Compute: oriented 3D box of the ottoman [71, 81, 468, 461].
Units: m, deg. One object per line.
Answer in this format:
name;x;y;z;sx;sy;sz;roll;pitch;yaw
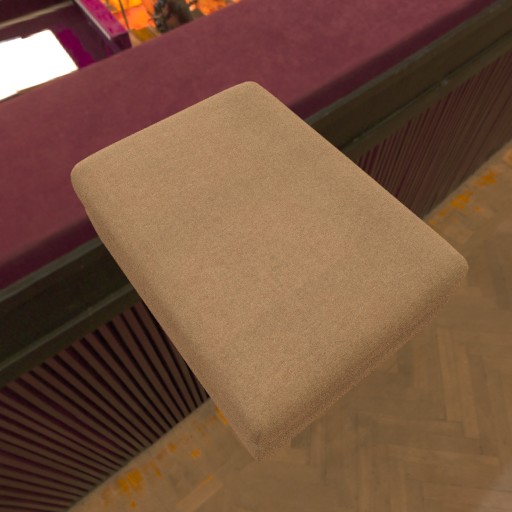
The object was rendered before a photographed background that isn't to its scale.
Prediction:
ottoman;0.000;0.000;1.204;0.610;0.478;0.823;-33;64;-19
